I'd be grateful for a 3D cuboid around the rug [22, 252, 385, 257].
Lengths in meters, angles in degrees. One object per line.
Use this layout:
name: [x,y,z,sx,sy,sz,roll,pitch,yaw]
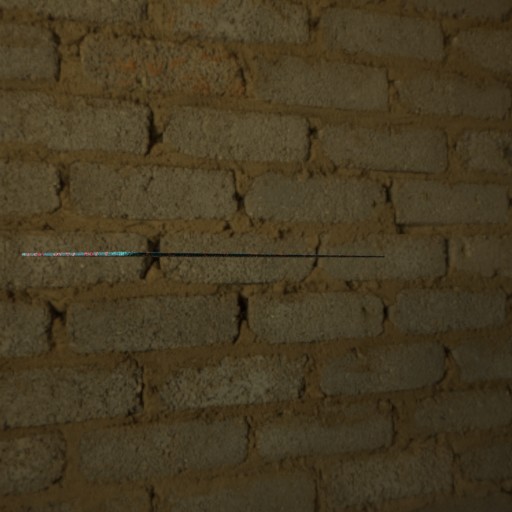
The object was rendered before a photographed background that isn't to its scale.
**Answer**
rug: [0.000,0.000,2.493,0.686,0.013,2.286,0,0,36]
